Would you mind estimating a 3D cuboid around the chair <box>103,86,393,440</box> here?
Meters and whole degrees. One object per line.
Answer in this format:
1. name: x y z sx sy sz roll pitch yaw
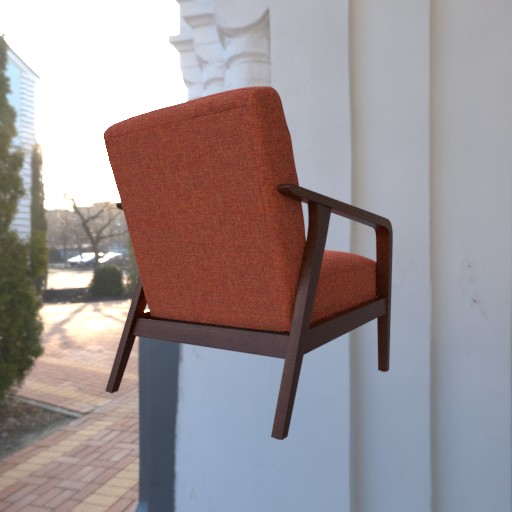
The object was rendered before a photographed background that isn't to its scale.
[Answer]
1. chair: 0.000 0.000 1.556 0.719 0.890 0.860 0 0 35
